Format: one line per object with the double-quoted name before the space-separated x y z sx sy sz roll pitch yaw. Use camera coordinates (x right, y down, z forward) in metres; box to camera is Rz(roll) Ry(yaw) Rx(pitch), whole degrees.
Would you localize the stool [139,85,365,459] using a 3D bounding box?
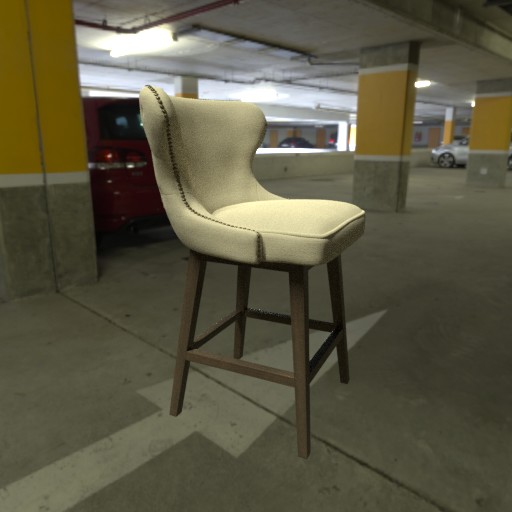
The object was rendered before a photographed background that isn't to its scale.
"stool" 0.000 0.000 1.384 0.597 0.972 0.615 7 16 25
